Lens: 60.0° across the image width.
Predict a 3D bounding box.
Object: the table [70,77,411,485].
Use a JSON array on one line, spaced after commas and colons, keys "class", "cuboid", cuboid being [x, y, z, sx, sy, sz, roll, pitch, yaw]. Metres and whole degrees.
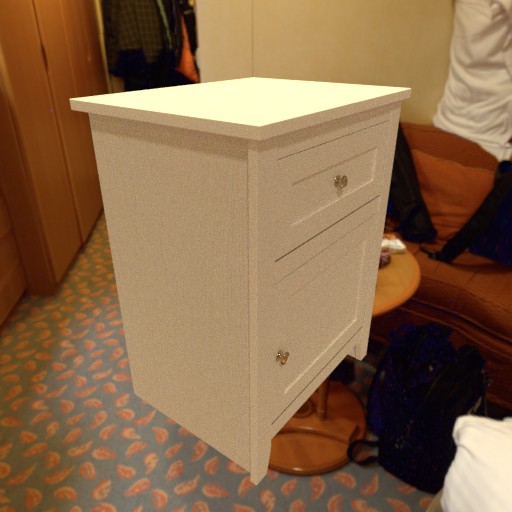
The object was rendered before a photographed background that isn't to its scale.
[{"class": "table", "cuboid": [0.000, 0.000, 0.915, 0.381, 0.635, 0.480, 19, 32, 33]}]
